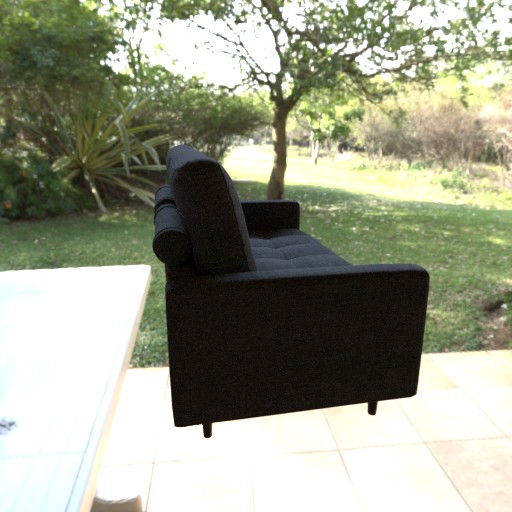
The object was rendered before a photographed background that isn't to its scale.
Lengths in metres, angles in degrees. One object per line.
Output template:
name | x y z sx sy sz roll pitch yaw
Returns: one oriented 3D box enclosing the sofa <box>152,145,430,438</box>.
sofa | 0.000 0.000 1.926 0.842 0.907 1.407 -3 16 -11
